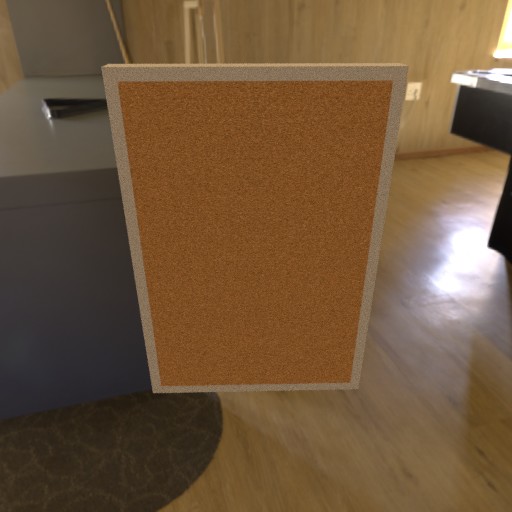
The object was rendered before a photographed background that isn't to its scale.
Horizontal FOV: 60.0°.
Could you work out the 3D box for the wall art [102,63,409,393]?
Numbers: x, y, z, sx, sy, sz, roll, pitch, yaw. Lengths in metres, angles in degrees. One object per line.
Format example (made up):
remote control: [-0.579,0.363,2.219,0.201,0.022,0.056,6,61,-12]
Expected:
wall art: [0.000,0.000,0.826,0.450,0.657,0.038,-1,29,-1]
